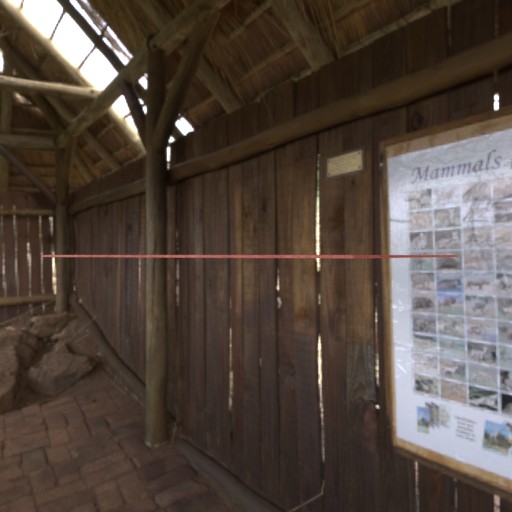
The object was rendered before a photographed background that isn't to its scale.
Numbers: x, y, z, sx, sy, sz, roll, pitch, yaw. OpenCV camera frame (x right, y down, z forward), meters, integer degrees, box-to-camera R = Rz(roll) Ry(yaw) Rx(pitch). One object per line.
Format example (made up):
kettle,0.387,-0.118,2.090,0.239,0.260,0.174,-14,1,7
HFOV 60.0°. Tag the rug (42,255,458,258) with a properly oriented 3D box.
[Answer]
rug,0.000,0.000,4.072,2.976,0.018,2.430,0,0,35
